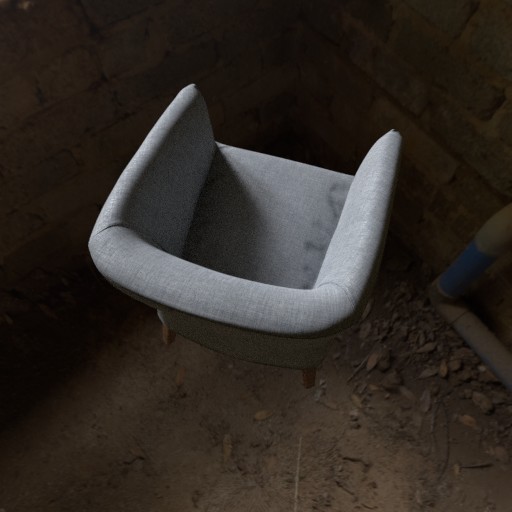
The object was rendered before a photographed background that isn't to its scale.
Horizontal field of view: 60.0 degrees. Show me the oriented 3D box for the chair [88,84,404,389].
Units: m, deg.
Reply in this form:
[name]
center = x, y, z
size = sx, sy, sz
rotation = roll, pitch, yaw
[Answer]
[chair]
center = 0.000, 0.000, 1.261
size = 0.600, 0.771, 0.668
rotation = 15, 64, 8
